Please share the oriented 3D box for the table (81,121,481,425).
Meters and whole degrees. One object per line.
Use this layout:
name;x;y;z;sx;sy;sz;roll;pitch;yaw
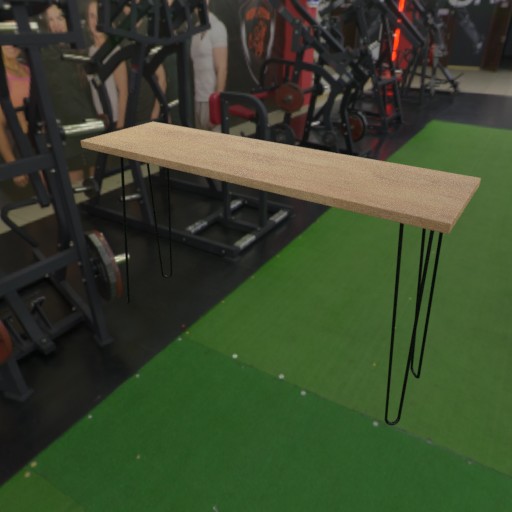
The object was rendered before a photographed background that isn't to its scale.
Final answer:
table;0.000;0.000;1.753;1.400;0.799;0.399;18;34;29
